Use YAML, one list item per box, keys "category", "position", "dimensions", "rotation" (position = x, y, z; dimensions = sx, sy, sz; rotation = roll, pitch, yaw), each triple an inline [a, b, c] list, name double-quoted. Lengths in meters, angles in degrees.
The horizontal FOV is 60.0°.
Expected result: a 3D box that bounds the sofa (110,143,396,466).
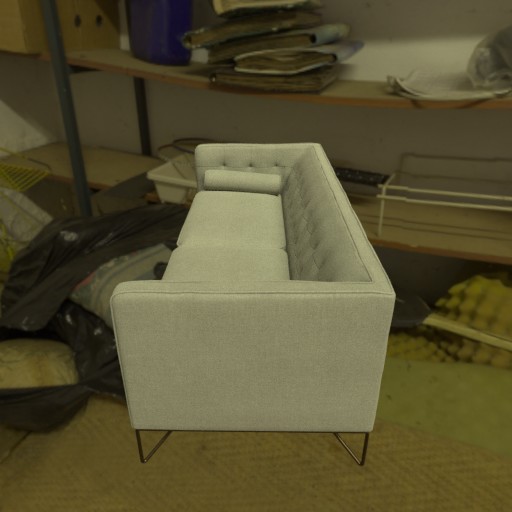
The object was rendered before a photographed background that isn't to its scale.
- category: "sofa"
  position: [0.000, 0.000, 2.457]
  dimensions: [0.912, 0.798, 2.079]
  rotation: [0, 27, 1]
